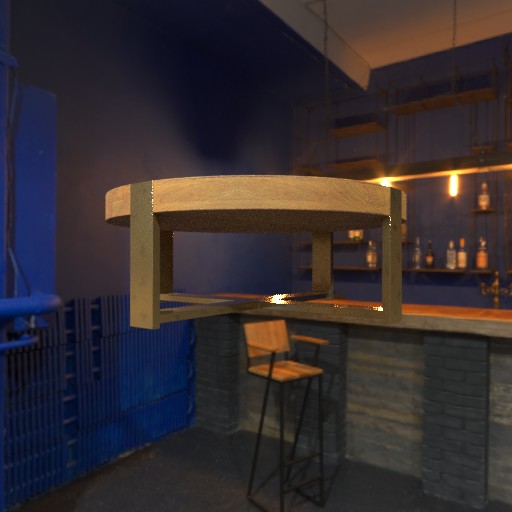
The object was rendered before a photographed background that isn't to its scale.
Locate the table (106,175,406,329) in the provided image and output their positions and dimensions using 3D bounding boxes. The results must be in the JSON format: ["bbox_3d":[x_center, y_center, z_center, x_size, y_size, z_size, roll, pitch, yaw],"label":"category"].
[{"bbox_3d":[0.000,0.000,1.717,1.100,0.420,1.100,0,0,0],"label":"table"}]
